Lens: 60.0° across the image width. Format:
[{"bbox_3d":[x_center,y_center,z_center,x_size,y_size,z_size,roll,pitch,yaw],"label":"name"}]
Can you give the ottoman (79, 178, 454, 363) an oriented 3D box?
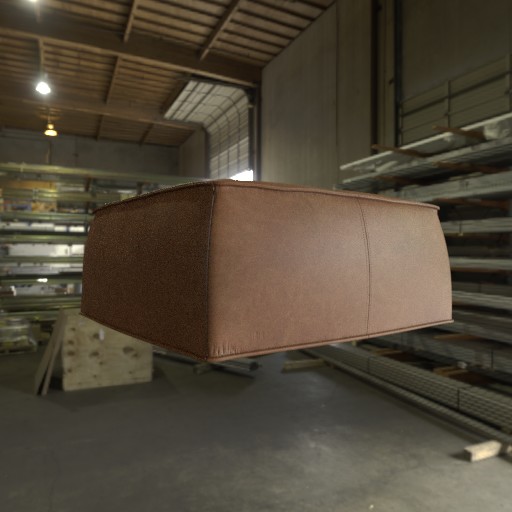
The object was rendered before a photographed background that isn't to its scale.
[{"bbox_3d":[0.000,0.000,1.411,0.902,0.395,0.901,0,0,-37],"label":"ottoman"}]
